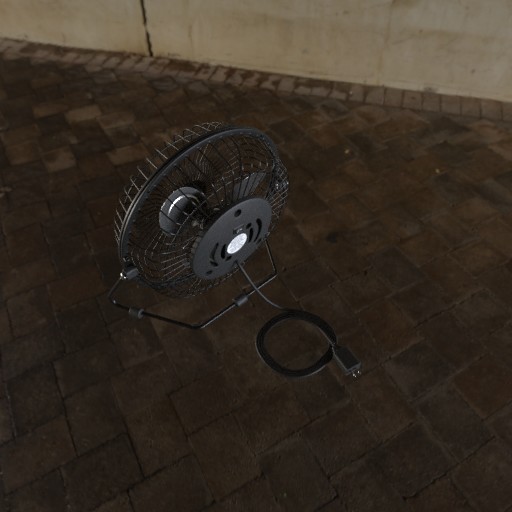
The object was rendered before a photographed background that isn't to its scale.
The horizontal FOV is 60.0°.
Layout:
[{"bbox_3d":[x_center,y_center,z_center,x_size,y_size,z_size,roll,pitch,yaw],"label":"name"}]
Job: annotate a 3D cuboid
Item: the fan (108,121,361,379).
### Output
[{"bbox_3d":[0.000,0.000,0.388,0.209,0.188,0.227,-33,55,-27],"label":"fan"}]
